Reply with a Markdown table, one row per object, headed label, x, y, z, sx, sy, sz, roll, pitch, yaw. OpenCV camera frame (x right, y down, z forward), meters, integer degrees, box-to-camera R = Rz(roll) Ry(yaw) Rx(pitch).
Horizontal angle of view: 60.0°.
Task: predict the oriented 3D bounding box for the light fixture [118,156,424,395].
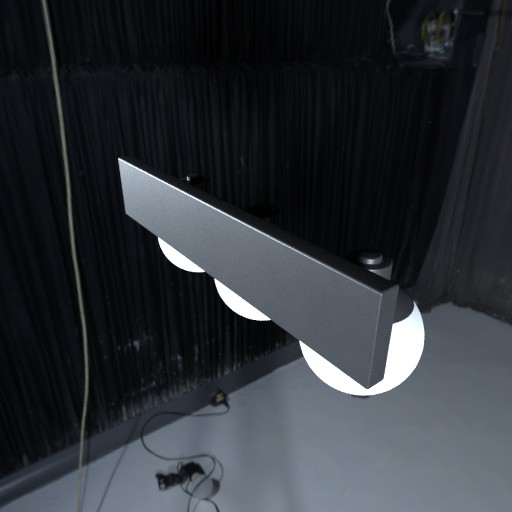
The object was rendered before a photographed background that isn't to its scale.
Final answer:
| label | x | y | z | sx | sy | sz | roll | pitch | yaw |
| --- | --- | --- | --- | --- | --- | --- | --- | --- | --- |
| light fixture | 0.000 | 0.000 | 0.832 | 0.218 | 0.263 | 0.721 | -18 | 32 | -33 |
